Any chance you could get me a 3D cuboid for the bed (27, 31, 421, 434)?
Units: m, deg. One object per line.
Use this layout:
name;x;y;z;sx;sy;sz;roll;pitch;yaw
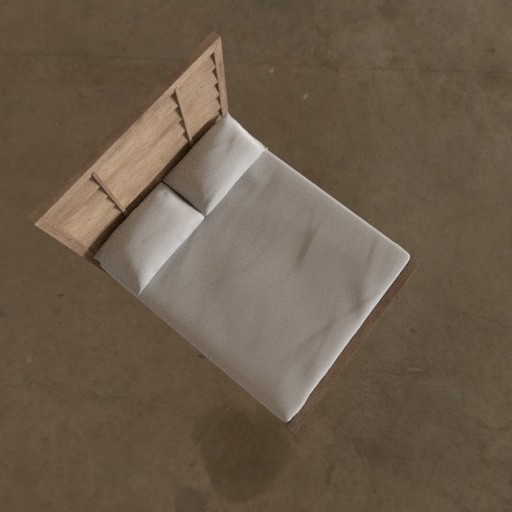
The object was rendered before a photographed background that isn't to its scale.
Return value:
bed;0.000;0.000;3.272;2.017;1.631;1.615;38;78;9
